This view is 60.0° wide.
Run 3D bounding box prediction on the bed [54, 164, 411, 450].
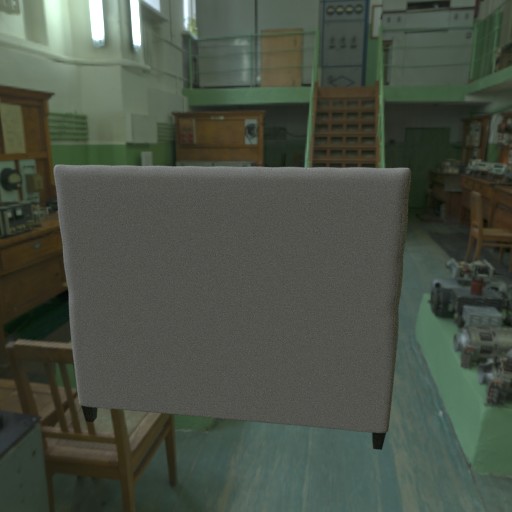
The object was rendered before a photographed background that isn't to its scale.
[{"bbox_3d":[0.000,0.000,3.252,1.696,1.426,2.233,2,15,8],"label":"bed"}]
